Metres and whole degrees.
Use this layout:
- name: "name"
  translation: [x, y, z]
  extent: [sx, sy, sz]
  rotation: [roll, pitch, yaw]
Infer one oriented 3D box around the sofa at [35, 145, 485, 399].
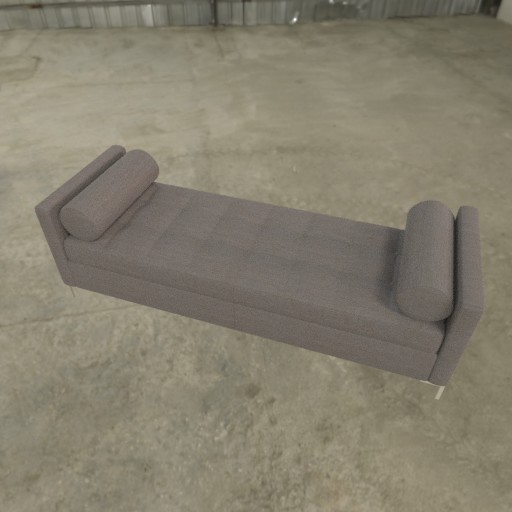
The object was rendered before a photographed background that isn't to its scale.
- name: "sofa"
  translation: [0.000, 0.000, 2.271]
  extent: [1.981, 0.635, 0.686]
  rotation: [13, 42, 14]
